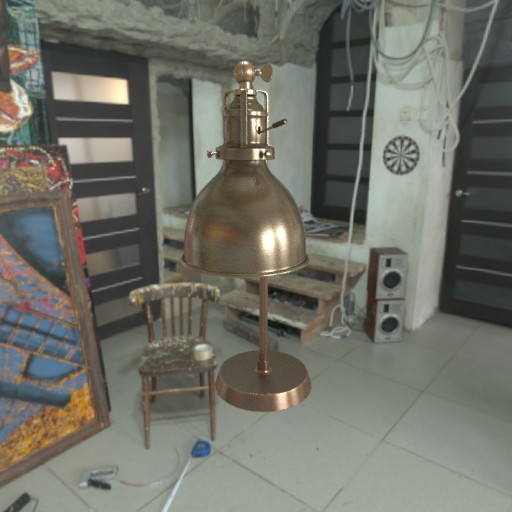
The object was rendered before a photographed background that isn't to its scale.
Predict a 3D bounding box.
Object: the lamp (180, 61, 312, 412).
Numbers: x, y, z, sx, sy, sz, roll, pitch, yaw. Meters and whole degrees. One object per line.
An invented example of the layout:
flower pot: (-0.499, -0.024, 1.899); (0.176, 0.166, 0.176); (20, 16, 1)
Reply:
lamp: (0.000, 0.000, 0.585); (0.153, 0.456, 0.286); (3, 15, 10)
